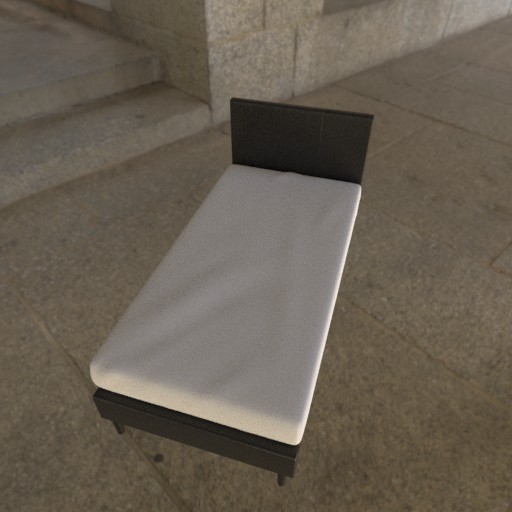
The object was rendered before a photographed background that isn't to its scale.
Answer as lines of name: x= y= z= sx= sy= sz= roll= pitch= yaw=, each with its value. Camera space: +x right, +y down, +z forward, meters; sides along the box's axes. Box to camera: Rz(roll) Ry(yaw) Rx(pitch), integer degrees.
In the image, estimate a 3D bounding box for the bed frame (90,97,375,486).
bed frame: x=0.000 y=0.000 z=2.530 sx=1.038 sy=1.046 sz=2.152 roll=12 pitch=42 yaw=13
